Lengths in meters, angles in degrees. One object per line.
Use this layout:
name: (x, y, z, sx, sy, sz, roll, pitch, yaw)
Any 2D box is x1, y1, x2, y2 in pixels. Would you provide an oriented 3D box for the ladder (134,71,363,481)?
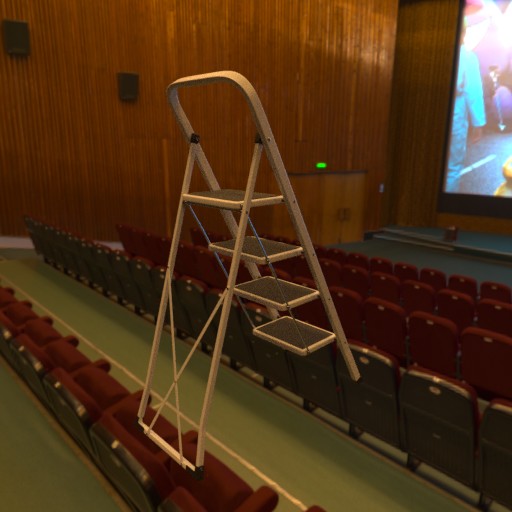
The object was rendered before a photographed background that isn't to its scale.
ladder: (0.000, 0.000, 1.711, 0.914, 1.265, 0.460, -14, 20, -42)
